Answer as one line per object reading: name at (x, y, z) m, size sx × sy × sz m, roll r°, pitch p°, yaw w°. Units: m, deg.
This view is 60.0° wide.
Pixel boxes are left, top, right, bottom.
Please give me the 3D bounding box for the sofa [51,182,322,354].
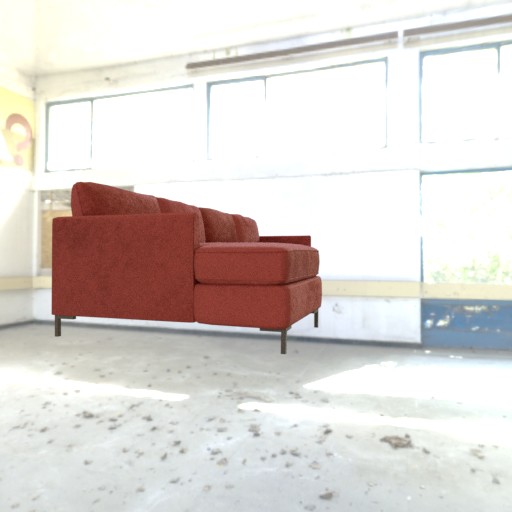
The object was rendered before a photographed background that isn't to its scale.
sofa at (0.000, 0.000, 4.020) m, size 1.500 × 0.967 × 3.400 m, roll 0°, pitch 0°, yaw 19°
